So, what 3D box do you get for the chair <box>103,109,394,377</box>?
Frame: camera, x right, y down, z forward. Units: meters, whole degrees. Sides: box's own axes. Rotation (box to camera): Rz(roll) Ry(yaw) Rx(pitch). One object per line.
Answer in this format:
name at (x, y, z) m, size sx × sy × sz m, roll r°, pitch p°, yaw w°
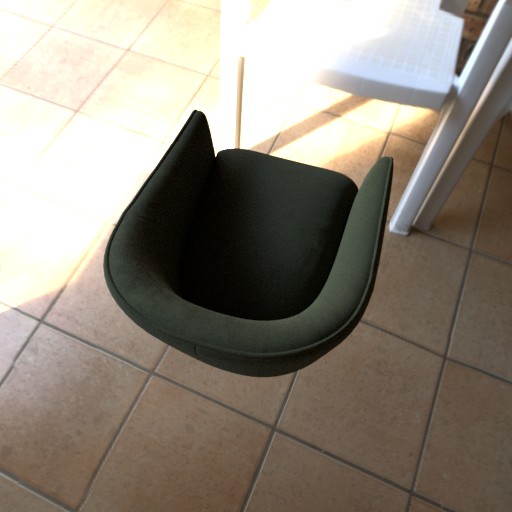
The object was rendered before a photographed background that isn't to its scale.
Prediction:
chair at (0.000, 0.000, 1.488) m, size 0.747 × 0.799 × 0.875 m, roll 16°, pitch 65°, yaw 8°
